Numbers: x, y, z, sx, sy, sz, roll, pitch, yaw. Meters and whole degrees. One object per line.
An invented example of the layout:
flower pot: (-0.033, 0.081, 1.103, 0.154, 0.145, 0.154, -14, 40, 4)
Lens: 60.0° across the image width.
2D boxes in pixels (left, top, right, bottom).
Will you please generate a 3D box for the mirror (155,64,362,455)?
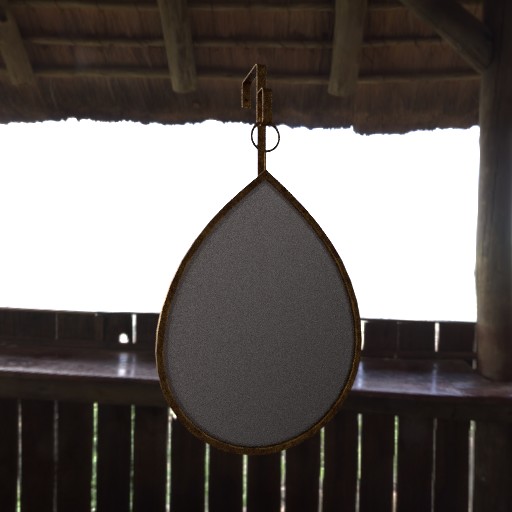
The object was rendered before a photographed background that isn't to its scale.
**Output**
mirror: (0.000, 0.000, 0.893, 0.405, 0.744, 0.144, 0, 1, -17)
